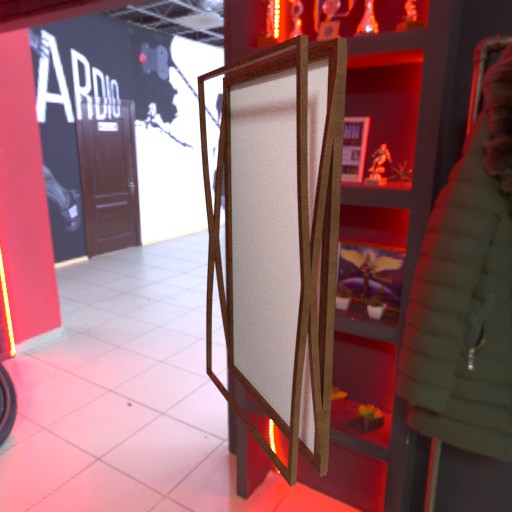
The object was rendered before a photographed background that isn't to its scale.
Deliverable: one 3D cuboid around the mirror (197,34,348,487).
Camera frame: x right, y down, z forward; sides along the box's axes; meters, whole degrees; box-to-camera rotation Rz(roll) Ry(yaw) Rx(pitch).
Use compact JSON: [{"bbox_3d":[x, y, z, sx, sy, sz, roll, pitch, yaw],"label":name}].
[{"bbox_3d":[0.000,0.000,0.943,0.082,0.768,0.468,-7,16,-25],"label":"mirror"}]
